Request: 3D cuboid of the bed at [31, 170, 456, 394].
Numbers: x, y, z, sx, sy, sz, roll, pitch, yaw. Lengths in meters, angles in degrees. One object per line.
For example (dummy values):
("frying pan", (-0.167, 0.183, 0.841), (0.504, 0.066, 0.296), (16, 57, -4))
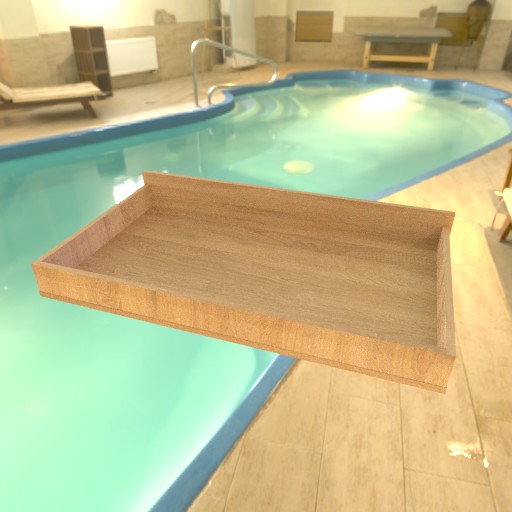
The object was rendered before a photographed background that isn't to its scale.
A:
("bed", (0.000, 0.000, 1.457), (1.200, 0.209, 0.685), (10, 33, 16))
